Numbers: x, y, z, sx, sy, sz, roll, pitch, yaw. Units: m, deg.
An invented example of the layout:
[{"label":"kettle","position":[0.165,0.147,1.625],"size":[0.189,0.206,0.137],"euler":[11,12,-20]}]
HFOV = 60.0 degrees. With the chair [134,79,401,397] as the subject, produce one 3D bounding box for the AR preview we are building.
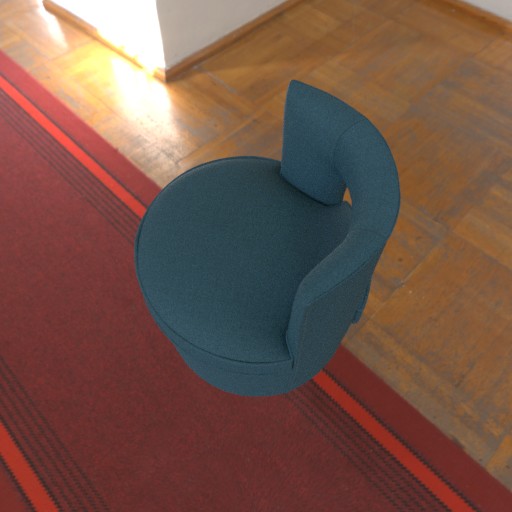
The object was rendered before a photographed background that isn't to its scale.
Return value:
[{"label":"chair","position":[0.000,0.000,1.270],"size":[0.660,0.711,0.684],"euler":[0,58,0]}]
